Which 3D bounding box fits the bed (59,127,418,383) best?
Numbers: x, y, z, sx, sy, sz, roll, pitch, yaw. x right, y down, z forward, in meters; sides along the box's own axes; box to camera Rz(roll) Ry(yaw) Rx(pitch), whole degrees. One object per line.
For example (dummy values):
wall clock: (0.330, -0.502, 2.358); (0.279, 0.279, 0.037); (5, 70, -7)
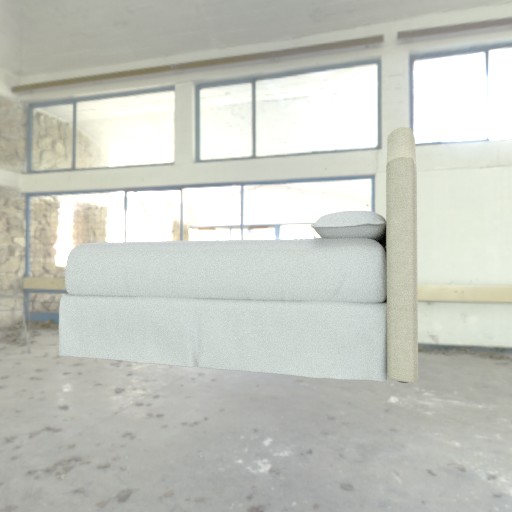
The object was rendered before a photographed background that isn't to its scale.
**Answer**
bed: (0.000, 0.000, 3.241); (2.164, 1.297, 1.828); (0, -1, 18)
